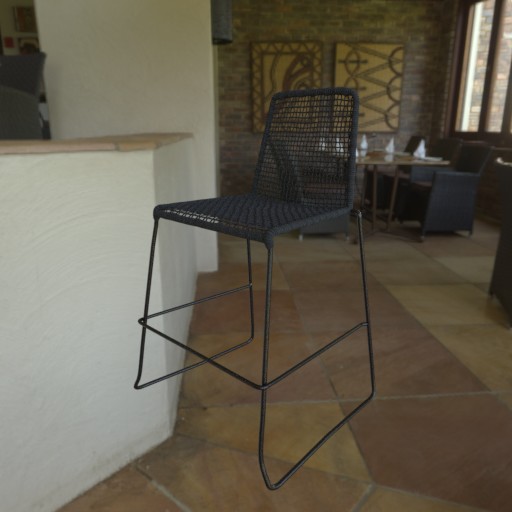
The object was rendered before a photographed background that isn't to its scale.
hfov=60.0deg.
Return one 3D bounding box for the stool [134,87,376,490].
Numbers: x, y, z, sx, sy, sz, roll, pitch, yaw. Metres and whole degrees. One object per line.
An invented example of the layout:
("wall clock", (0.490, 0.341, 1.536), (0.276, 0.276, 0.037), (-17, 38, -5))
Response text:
("stool", (0.000, 0.000, 1.243), (0.590, 0.905, 0.509), (15, 22, 42))
